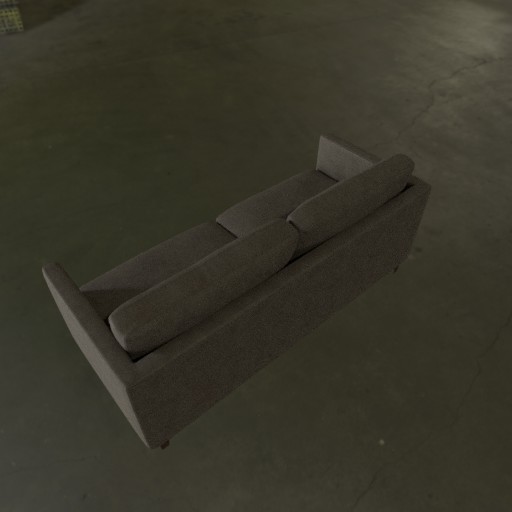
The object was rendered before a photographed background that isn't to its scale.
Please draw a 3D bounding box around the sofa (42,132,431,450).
[{"bbox_3d":[0.000,0.000,2.753,2.208,0.965,0.951,-31,52,-28],"label":"sofa"}]
